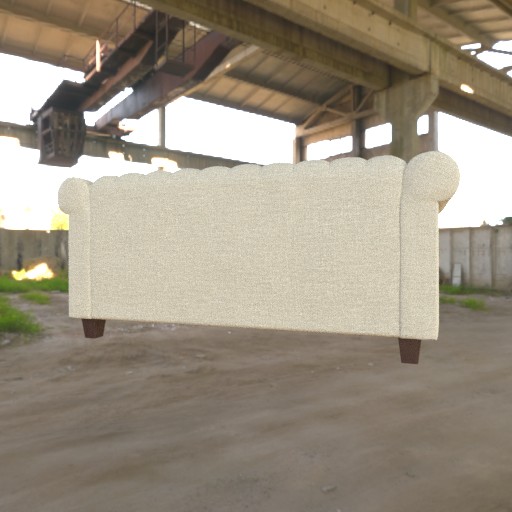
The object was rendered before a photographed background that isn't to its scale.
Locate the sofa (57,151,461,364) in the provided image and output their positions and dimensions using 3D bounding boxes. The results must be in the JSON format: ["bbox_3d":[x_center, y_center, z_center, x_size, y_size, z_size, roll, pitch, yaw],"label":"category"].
[{"bbox_3d":[0.000,0.000,2.220,1.798,0.797,0.783,0,1,20],"label":"sofa"}]
